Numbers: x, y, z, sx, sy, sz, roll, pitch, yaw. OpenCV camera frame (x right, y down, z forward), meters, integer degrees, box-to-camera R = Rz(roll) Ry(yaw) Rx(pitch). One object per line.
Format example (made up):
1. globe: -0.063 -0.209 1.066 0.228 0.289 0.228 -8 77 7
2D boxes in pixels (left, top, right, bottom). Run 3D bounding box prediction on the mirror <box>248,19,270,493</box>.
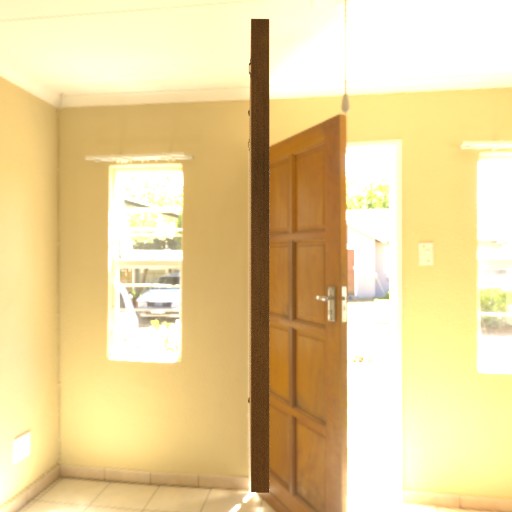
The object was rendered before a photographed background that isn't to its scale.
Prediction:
1. mirror: 0.000 0.000 1.159 0.040 0.915 0.609 0 0 -1
